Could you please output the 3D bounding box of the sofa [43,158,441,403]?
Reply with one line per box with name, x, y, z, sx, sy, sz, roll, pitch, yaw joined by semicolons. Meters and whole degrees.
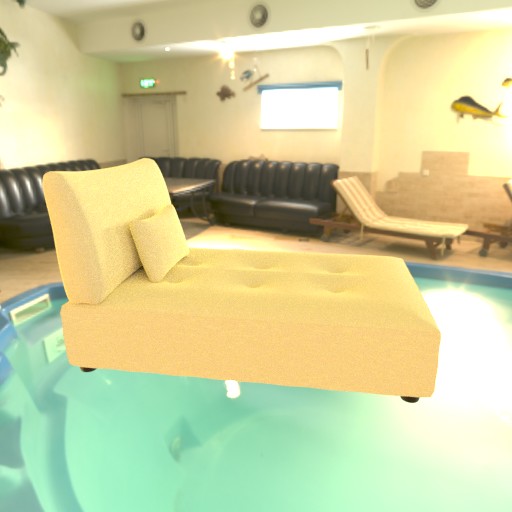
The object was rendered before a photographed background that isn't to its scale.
sofa;0.000;0.000;2.021;1.450;0.820;0.930;3;17;9
